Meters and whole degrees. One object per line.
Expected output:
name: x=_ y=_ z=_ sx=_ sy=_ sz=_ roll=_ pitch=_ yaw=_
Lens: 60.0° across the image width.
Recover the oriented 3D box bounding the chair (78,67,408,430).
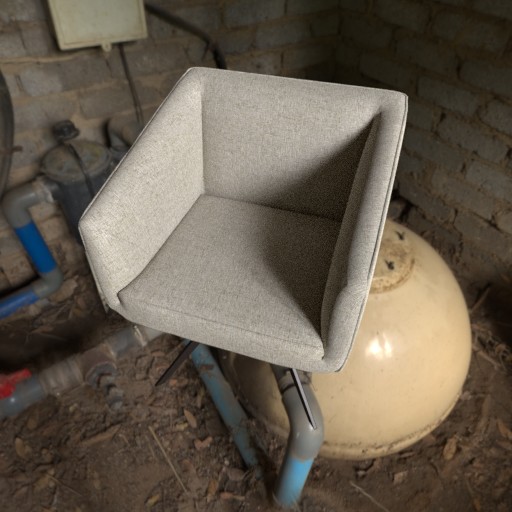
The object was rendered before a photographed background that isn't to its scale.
chair: x=0.000 y=0.000 z=1.228 sx=0.628 sy=0.760 sz=0.623 roll=13 pitch=44 yaw=14
